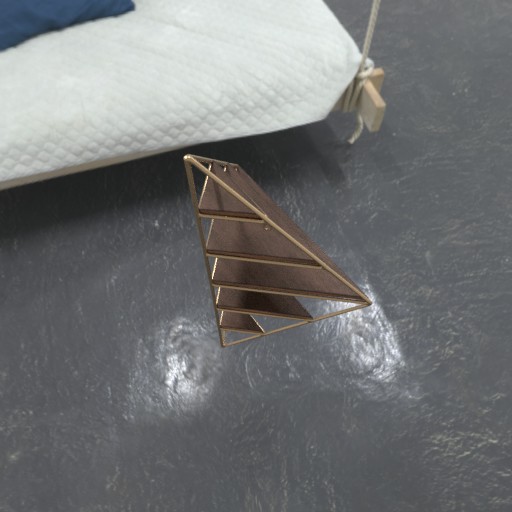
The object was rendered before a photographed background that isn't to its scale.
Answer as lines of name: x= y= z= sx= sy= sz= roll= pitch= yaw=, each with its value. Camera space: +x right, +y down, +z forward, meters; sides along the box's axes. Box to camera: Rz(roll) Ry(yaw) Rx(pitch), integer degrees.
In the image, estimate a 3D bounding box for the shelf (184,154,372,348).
shelf: x=0.000 y=0.000 z=1.157 sx=0.294 sy=0.913 sz=0.564 roll=-33 pitch=64 yaw=-18
